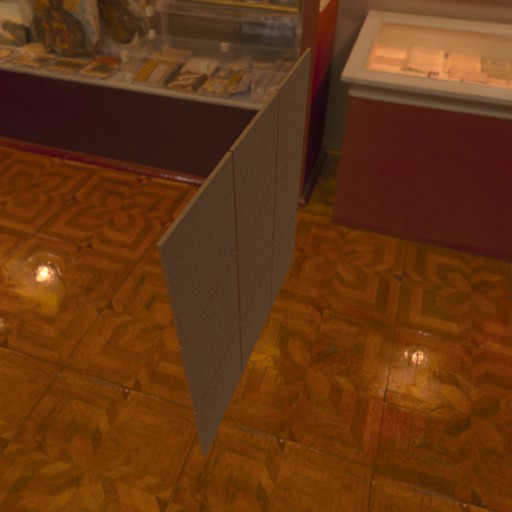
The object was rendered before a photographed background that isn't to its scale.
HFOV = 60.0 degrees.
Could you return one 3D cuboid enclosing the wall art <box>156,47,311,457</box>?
[{"bbox_3d":[0.000,0.000,1.362,0.010,0.917,0.919,15,47,14],"label":"wall art"}]
